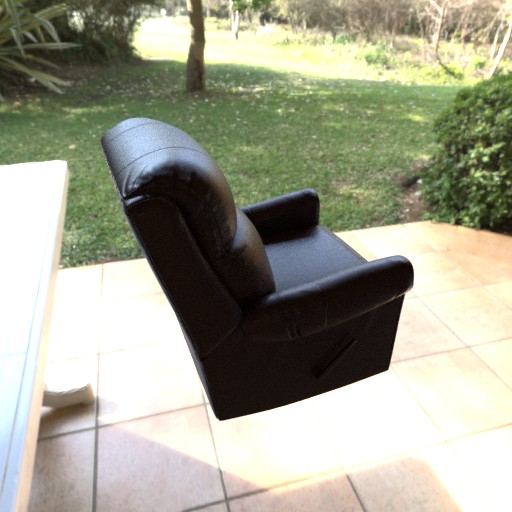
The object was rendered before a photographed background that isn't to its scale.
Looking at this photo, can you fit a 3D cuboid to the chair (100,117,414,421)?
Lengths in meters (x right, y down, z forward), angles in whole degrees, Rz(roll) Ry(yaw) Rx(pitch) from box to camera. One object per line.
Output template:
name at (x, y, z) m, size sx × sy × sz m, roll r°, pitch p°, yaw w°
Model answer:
chair at (0.000, 0.000, 1.801) m, size 1.014 × 1.054 × 0.838 m, roll -11°, pitch 32°, yaw -19°
